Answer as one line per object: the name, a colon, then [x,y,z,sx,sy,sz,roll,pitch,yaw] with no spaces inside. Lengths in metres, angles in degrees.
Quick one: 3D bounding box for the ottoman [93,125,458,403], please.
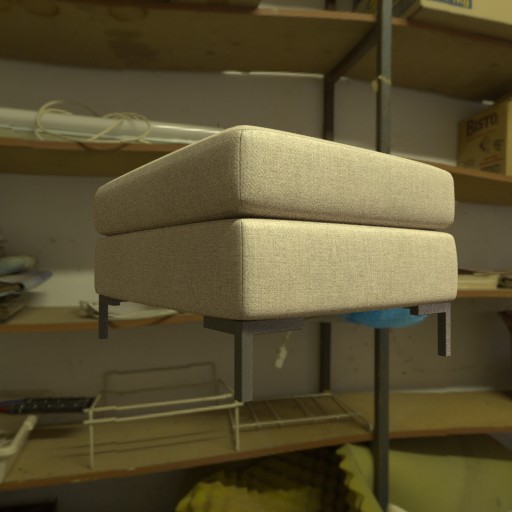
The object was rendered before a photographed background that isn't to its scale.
ottoman: [0.000,0.000,1.210,0.671,0.490,0.820,1,-1,-36]
